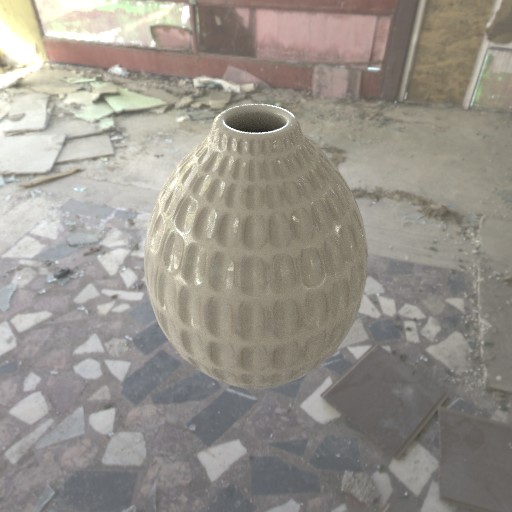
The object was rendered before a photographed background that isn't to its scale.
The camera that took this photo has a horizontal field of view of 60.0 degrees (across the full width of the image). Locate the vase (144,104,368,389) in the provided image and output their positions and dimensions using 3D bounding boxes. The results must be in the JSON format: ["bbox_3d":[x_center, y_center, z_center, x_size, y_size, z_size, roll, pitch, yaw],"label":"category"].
[{"bbox_3d":[0.000,0.000,0.259,0.128,0.167,0.128,0,40,0],"label":"vase"}]
